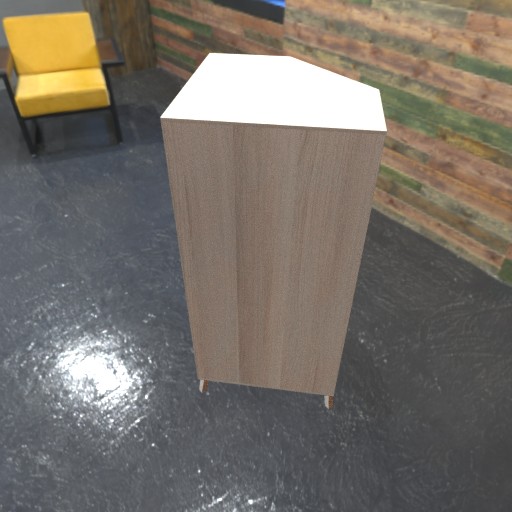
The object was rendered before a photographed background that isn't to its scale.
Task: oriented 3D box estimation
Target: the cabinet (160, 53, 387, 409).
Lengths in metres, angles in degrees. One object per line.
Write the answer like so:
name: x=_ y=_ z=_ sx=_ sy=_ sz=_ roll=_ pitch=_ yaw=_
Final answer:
cabinet: x=0.000 y=0.000 z=2.650 sx=0.969 sy=1.957 sz=1.272 roll=-26 pitch=46 yaw=-27
